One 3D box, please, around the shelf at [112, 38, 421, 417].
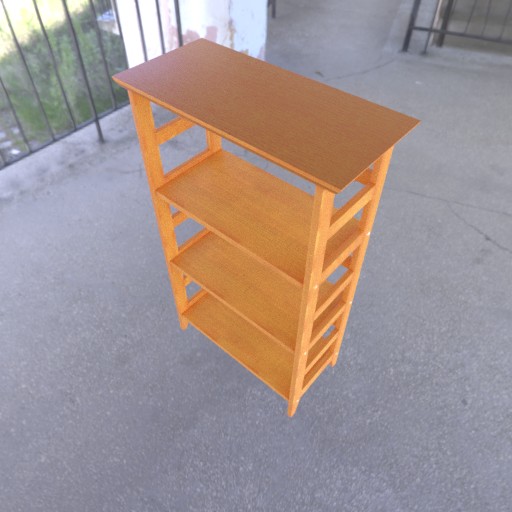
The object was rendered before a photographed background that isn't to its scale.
[{"bbox_3d":[0.000,0.000,1.397,0.660,1.067,0.305,33,55,26],"label":"shelf"}]
